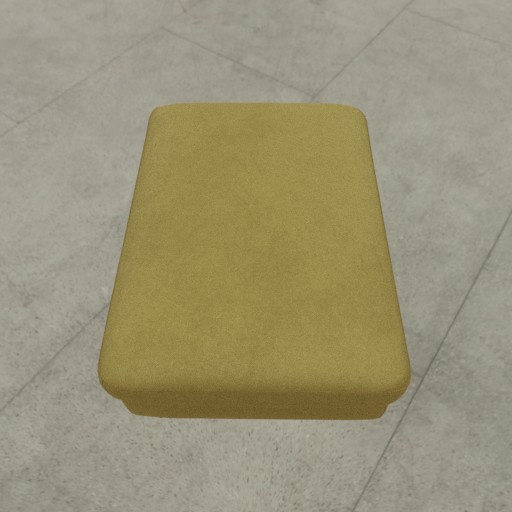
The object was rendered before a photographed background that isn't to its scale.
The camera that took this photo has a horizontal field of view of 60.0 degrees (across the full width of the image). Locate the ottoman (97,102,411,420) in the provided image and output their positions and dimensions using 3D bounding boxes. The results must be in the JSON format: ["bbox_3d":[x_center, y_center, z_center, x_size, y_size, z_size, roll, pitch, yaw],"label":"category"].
[{"bbox_3d":[0.000,0.000,1.152,0.608,0.449,0.811,1,58,0],"label":"ottoman"}]
